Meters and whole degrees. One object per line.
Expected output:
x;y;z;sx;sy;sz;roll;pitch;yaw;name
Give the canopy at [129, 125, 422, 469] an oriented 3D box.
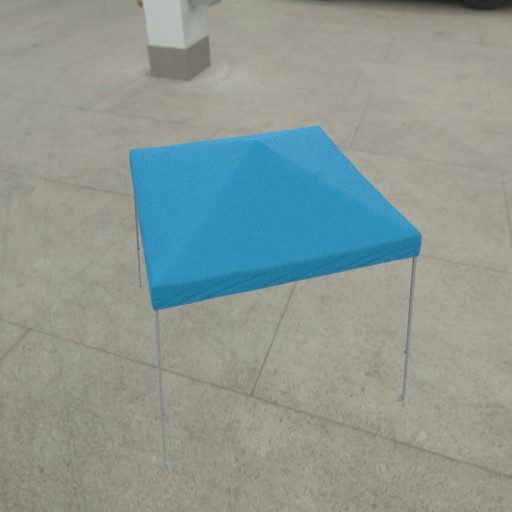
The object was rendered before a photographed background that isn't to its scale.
0.000;0.000;6.399;3.600;3.600;3.599;-11;42;-12;canopy
